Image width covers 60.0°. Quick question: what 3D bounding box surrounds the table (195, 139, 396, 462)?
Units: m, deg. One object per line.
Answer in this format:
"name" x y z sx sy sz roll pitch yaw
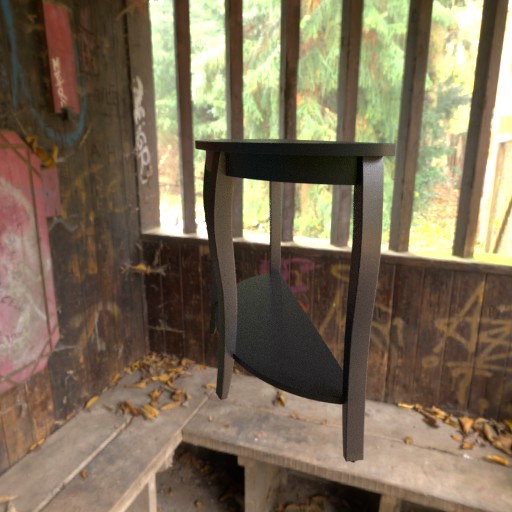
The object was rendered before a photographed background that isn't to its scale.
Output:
"table" 0.000 0.000 1.545 0.394 0.780 1.219 -2 15 -8
